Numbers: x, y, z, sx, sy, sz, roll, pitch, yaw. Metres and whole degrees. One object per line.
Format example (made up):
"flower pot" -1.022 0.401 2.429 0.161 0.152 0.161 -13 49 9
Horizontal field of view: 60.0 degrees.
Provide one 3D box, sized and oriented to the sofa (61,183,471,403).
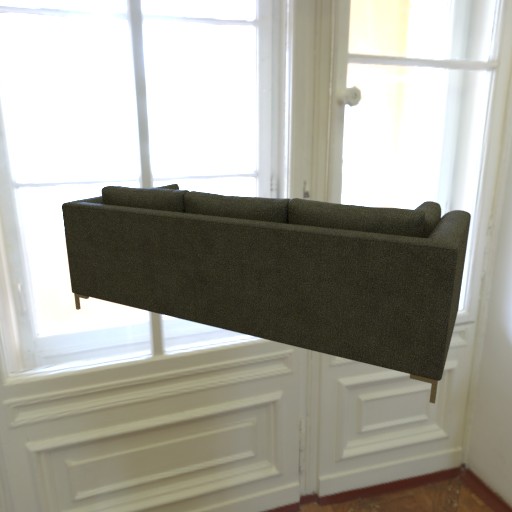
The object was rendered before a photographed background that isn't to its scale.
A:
"sofa" 0.000 0.000 2.877 2.415 0.867 0.969 8 18 27
